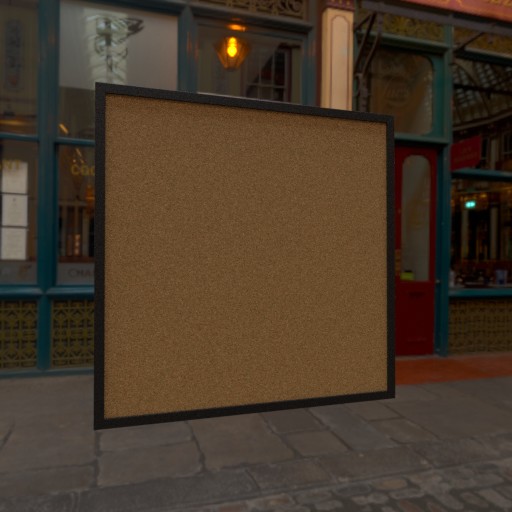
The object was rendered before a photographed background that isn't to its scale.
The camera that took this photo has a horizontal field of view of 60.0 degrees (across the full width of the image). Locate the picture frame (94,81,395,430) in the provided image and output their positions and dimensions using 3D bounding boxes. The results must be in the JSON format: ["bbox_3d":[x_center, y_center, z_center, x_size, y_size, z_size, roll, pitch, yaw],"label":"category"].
[{"bbox_3d":[0.000,0.000,0.464,0.317,0.317,0.030,0,-1,-17],"label":"picture frame"}]
